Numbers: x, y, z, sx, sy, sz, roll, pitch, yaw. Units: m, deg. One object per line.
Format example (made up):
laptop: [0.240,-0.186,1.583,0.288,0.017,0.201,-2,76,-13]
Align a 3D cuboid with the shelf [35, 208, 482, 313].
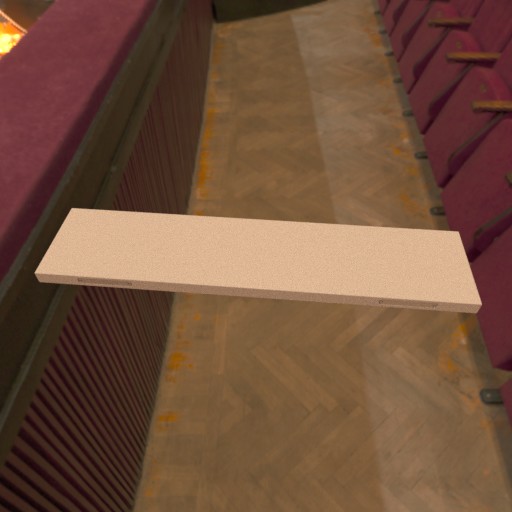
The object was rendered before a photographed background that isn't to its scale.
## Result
shelf: [0.000,0.000,0.656,0.610,0.020,0.140,4,47,4]
